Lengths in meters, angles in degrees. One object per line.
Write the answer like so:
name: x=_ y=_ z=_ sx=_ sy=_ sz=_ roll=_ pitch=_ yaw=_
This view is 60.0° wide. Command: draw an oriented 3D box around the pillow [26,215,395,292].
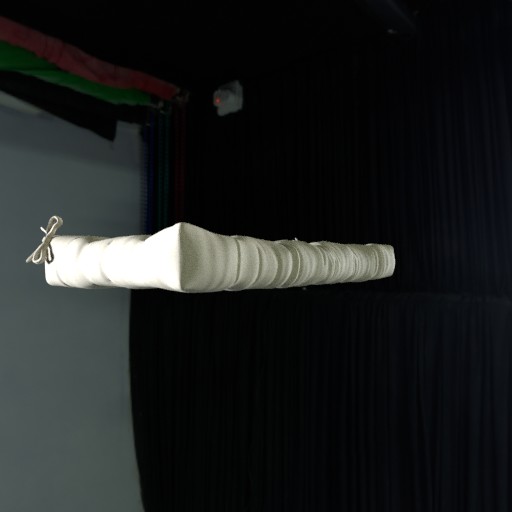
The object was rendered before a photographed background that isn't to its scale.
pillow: x=0.000 y=0.000 z=1.344 sx=0.511 sy=0.174 sz=1.194 roll=-1 pitch=-1 yaw=35
